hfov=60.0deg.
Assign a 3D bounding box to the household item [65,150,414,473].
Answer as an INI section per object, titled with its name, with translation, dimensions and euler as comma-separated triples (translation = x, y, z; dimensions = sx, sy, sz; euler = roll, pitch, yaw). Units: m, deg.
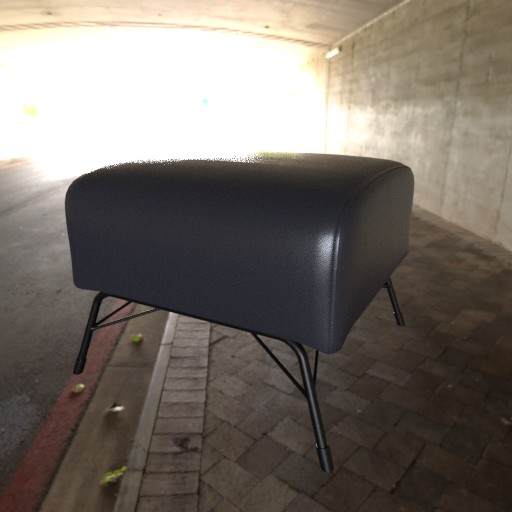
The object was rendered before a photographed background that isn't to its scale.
[household item]
translation = 0.000, 0.000, 0.898
dimensions = 0.530, 0.410, 0.530
euler = 10, 20, 27
